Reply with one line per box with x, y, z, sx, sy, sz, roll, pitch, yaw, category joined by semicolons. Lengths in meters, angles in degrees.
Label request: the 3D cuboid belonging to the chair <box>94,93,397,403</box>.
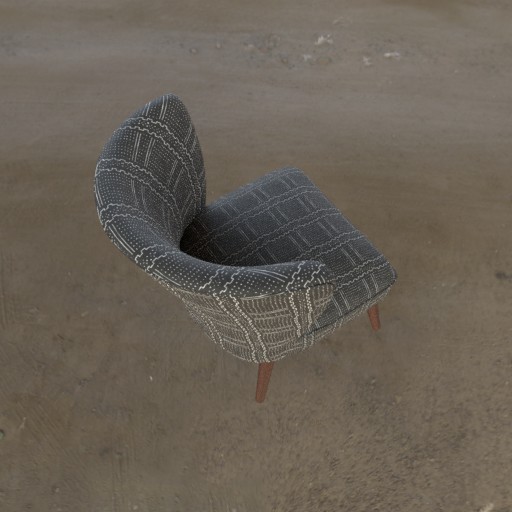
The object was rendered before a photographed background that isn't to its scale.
0.000;0.000;1.389;0.758;0.866;0.710;-29;61;-17;chair
